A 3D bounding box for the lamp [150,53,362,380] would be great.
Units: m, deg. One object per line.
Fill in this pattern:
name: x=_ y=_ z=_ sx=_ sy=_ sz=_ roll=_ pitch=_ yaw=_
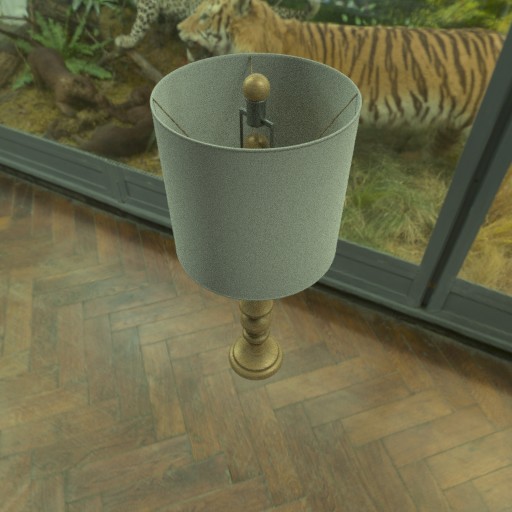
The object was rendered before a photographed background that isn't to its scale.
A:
lamp: x=0.000 y=0.000 z=0.726 sx=0.250 sy=0.597 sz=0.250 roll=-2 pitch=45 yaw=-2
